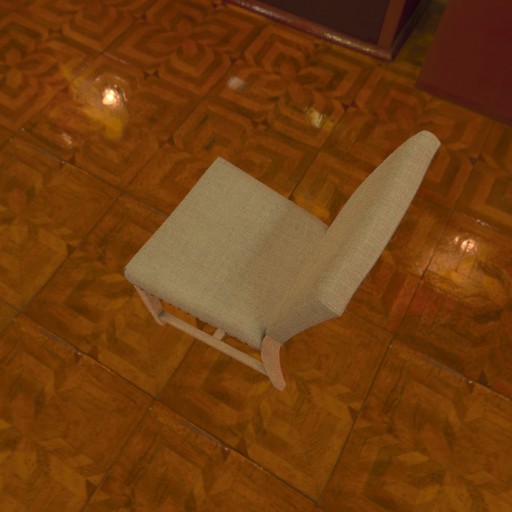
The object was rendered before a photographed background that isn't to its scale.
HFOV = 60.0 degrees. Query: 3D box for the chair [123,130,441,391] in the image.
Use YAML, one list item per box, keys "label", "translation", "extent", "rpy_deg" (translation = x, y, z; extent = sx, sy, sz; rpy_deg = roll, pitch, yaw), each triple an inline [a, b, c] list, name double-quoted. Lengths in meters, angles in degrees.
- label: "chair"
  translation: [0.000, 0.000, 1.305]
  extent: [0.622, 0.986, 0.508]
  rpy_deg: [30, 68, 14]
